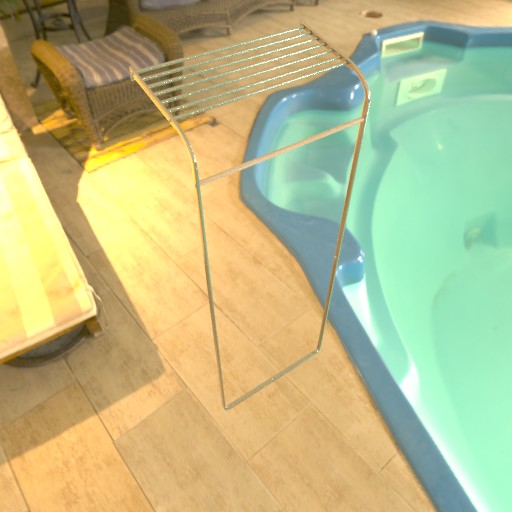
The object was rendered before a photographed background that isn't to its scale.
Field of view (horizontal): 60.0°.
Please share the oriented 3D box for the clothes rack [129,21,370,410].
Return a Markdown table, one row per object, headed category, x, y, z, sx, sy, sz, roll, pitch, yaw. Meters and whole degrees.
| category | x | y | z | sx | sy | sz | roll | pitch | yaw |
| --- | --- | --- | --- | --- | --- | --- | --- | --- | --- |
| clothes rack | 0.000 | 0.000 | 1.804 | 0.609 | 1.574 | 0.349 | -26 | 52 | -22 |
